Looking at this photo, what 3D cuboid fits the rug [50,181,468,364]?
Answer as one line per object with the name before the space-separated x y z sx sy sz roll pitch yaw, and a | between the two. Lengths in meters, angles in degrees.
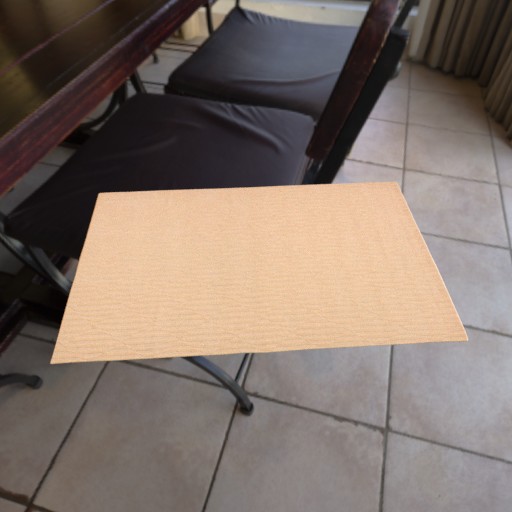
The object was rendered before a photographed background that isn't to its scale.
rug | 0.000 0.000 3.086 2.441 0.014 1.531 -3 47 -2
